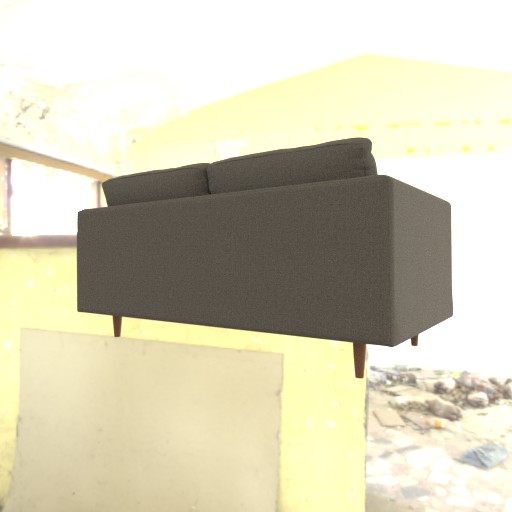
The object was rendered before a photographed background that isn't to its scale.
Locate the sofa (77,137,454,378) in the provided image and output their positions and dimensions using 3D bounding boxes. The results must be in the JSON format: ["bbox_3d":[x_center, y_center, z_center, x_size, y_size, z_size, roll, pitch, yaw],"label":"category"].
[{"bbox_3d":[0.000,0.000,2.249,1.713,0.866,0.940,0,0,35],"label":"sofa"}]
